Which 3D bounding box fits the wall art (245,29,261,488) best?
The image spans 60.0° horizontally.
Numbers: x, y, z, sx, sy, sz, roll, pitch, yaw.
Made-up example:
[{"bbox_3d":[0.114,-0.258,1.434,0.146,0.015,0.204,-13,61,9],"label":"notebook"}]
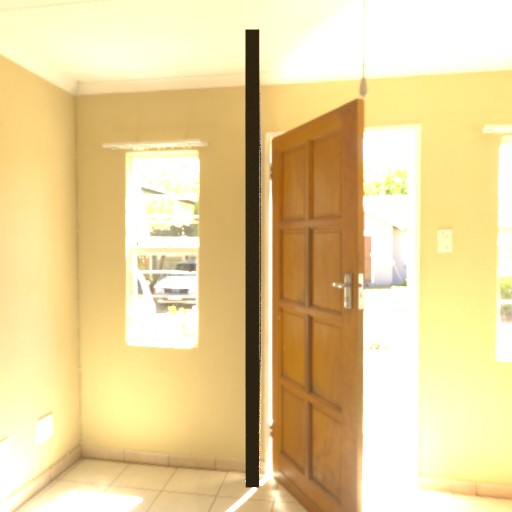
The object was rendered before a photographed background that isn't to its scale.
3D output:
[{"bbox_3d":[0.000,0.000,0.652,0.014,0.445,0.446,0,1,1],"label":"wall art"}]
